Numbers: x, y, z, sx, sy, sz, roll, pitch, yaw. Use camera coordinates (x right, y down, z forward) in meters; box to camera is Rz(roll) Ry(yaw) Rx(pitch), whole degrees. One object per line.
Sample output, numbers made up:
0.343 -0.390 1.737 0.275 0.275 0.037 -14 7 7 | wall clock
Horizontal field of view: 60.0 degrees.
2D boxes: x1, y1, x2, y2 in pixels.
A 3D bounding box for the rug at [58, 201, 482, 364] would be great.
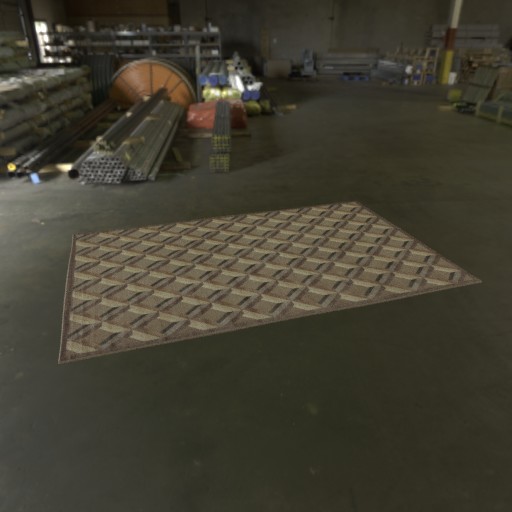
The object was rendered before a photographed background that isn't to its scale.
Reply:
0.000 0.000 2.094 1.677 0.011 1.066 -8 28 -16 | rug
